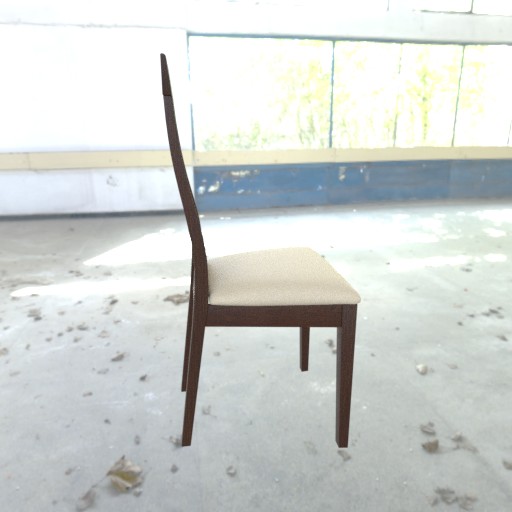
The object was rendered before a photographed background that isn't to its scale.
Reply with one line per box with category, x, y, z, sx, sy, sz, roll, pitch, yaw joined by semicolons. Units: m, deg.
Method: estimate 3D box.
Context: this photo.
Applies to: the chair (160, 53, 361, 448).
chair;0.000;0.000;1.280;0.474;1.027;0.460;-3;17;-9
